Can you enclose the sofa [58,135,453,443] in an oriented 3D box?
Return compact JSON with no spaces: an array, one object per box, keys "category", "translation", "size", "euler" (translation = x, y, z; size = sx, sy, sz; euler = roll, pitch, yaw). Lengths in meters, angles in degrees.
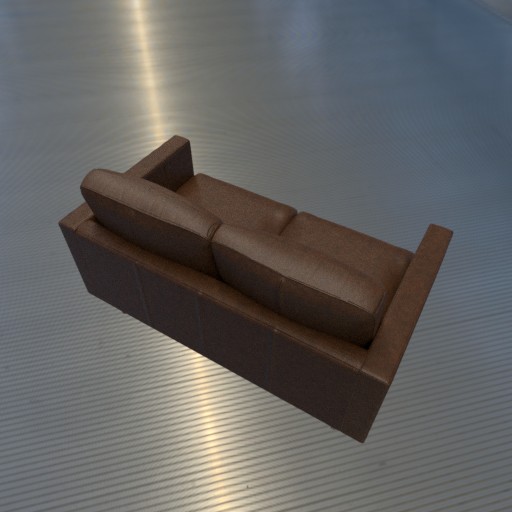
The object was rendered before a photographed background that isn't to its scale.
[{"category":"sofa","translation":[0.000,0.000,2.165],"size":[1.578,0.951,0.909],"euler":[23,51,21]}]
